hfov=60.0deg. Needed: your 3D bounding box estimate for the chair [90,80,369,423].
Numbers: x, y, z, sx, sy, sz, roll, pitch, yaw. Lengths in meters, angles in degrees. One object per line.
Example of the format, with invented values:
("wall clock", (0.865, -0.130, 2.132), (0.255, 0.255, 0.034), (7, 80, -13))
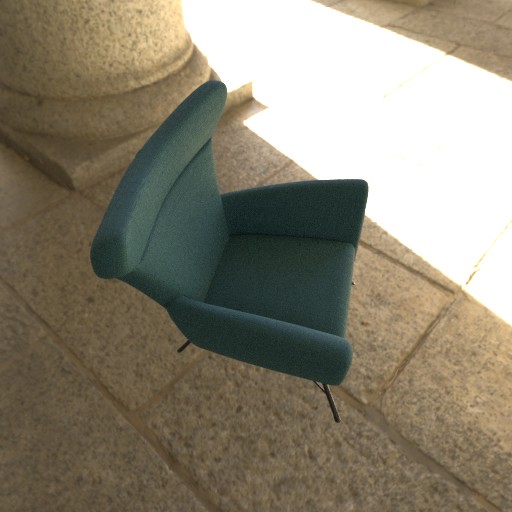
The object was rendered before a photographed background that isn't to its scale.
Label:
("chair", (0.000, 0.000, 1.799), (0.900, 0.980, 1.050), (10, 48, 9))
